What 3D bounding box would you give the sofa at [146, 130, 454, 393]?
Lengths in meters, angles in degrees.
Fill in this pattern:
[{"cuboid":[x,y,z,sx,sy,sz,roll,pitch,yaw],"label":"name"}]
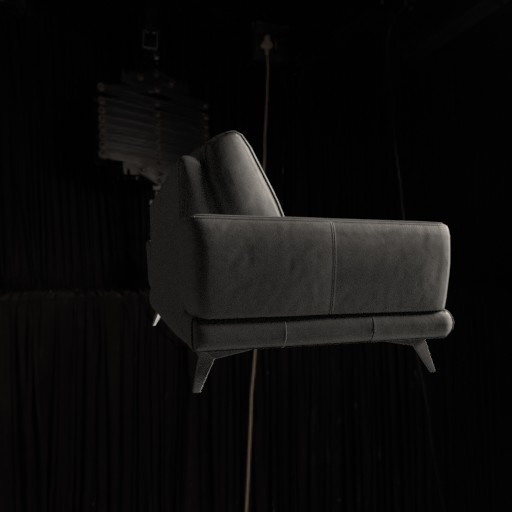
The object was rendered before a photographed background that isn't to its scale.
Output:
[{"cuboid":[0.000,0.000,2.339,1.018,0.907,1.806,0,-1,-18],"label":"sofa"}]
